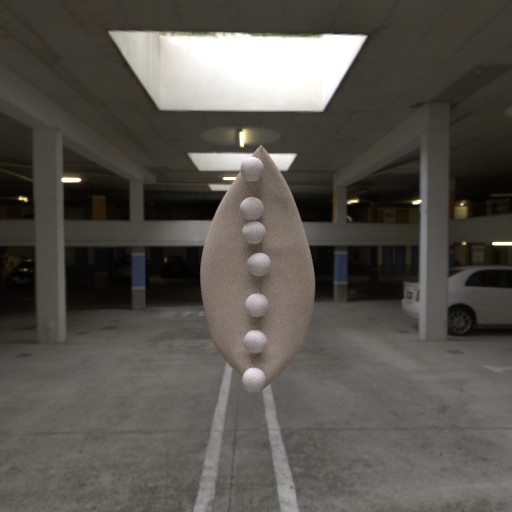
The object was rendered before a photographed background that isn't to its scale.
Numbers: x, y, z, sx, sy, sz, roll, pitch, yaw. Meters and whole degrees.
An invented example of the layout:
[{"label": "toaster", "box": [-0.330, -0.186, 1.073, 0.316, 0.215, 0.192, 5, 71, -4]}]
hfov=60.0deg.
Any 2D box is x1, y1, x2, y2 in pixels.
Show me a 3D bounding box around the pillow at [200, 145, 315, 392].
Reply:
[{"label": "pillow", "box": [0.000, 0.000, 0.868, 0.201, 0.322, 0.709, 0, 2, -2]}]
